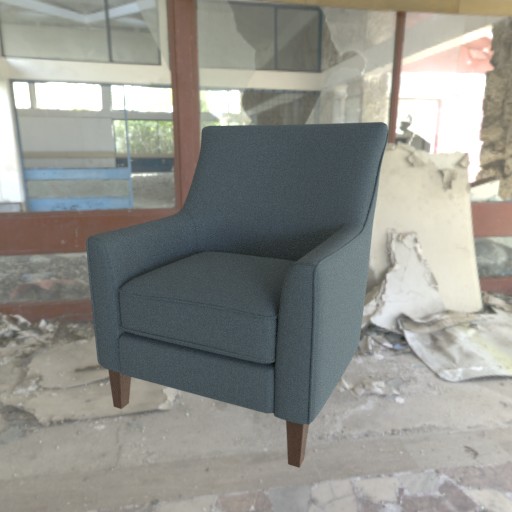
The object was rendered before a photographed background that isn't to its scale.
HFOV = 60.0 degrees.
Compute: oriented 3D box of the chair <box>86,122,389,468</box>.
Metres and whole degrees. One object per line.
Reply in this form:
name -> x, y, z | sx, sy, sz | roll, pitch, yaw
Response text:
chair -> 0.000, 0.000, 1.564 | 0.756, 0.916, 0.879 | 7, 16, 25
